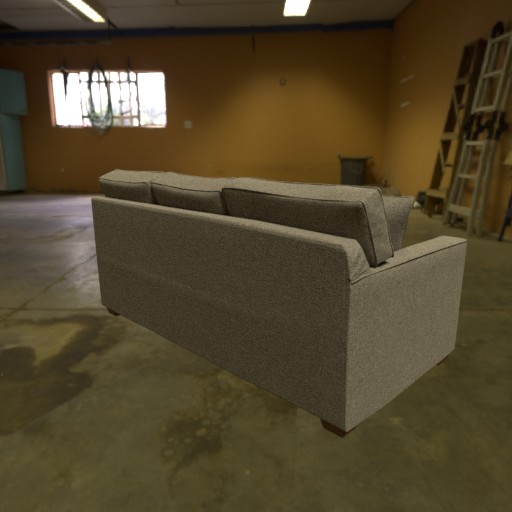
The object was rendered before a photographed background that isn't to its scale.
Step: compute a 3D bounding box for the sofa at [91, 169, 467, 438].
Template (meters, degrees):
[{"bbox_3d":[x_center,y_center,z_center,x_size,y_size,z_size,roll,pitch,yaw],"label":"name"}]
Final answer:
[{"bbox_3d":[0.000,0.000,2.534,1.034,0.946,1.963,-13,19,-43],"label":"sofa"}]
